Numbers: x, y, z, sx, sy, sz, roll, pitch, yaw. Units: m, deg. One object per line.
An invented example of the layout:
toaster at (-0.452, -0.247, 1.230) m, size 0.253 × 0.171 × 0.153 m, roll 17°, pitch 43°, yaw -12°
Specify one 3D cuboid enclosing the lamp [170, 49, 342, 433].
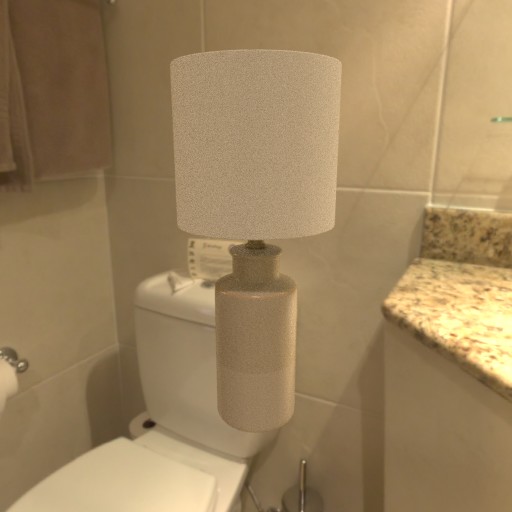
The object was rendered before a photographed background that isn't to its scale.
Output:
lamp at (0.000, 0.000, 0.619) m, size 0.212 × 0.493 × 0.212 m, roll -2°, pitch 15°, yaw -9°
